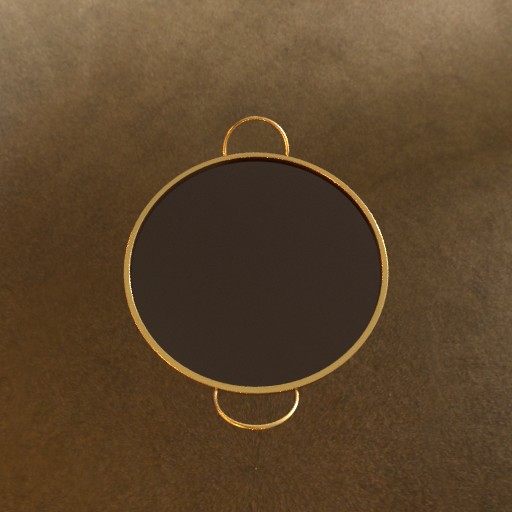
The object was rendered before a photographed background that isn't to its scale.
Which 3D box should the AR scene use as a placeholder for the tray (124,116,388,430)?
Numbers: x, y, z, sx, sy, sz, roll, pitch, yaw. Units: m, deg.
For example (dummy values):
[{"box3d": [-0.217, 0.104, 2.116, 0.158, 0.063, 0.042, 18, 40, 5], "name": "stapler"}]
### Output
[{"box3d": [0.000, 0.000, 0.734, 0.438, 0.069, 0.543, 0, 64, 0], "name": "tray"}]
